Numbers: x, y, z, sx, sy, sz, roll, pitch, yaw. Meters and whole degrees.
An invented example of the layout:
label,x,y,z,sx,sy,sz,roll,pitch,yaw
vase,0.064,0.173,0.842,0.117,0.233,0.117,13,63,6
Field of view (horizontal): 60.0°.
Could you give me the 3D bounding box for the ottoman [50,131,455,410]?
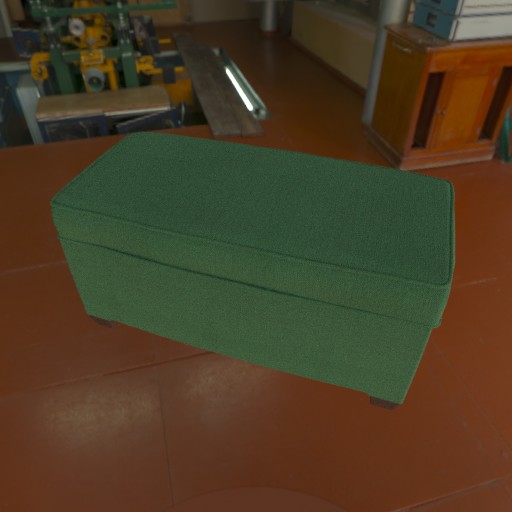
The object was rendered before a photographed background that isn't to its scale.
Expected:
label,x,y,z,sx,sy,sz,roll,pitch,yaw
ottoman,0.000,0.000,1.249,0.957,0.471,0.483,13,42,14
